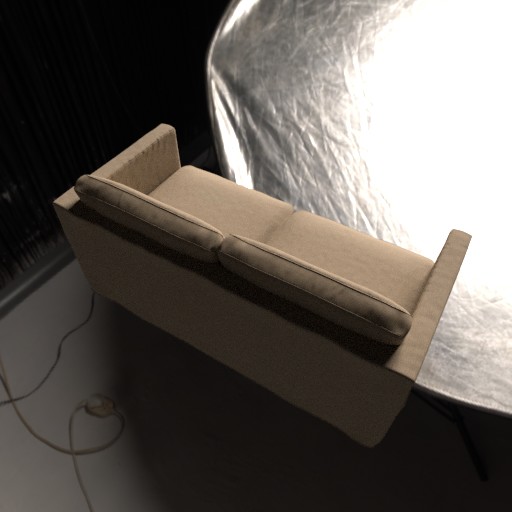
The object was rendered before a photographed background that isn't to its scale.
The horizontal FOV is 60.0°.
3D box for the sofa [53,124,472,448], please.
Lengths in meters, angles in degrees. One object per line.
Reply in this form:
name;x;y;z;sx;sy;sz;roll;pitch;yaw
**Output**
sofa;0.000;0.000;2.462;1.987;0.847;0.956;24;52;20
